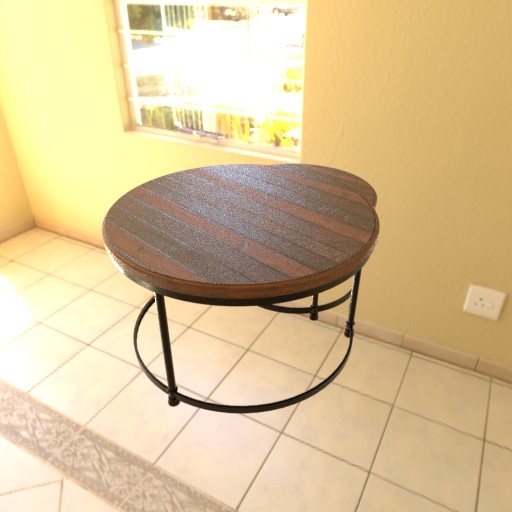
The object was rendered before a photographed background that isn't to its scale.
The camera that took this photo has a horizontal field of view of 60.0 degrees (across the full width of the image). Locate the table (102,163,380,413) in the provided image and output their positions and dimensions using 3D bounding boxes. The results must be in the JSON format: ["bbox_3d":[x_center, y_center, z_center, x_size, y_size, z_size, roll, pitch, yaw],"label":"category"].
[{"bbox_3d":[0.000,0.000,1.679,0.870,0.516,1.152,10,33,16],"label":"table"}]
